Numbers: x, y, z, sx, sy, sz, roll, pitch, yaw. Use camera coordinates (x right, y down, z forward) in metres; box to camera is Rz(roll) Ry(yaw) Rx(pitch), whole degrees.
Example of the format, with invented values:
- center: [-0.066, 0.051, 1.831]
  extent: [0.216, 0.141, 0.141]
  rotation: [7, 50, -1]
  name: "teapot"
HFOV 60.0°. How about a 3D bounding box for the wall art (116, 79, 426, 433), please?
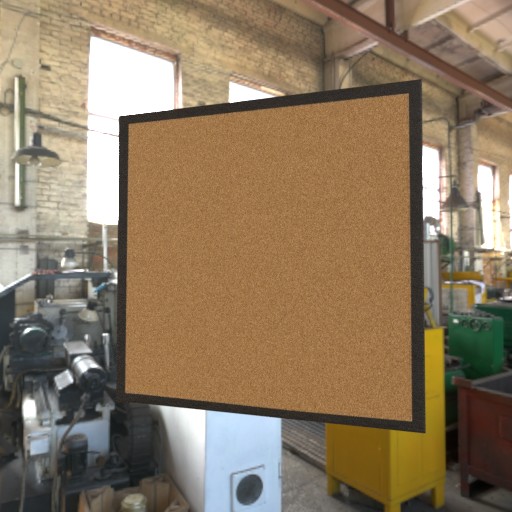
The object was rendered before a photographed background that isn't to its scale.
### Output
- center: [0.000, 0.000, 0.982]
  extent: [0.695, 0.691, 0.029]
  rotation: [-1, -2, 18]
  name: "wall art"
